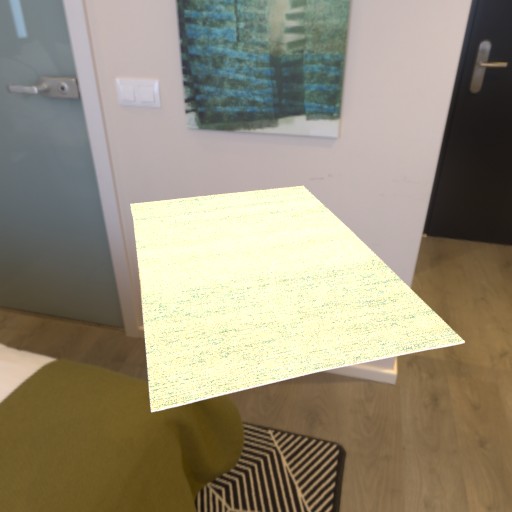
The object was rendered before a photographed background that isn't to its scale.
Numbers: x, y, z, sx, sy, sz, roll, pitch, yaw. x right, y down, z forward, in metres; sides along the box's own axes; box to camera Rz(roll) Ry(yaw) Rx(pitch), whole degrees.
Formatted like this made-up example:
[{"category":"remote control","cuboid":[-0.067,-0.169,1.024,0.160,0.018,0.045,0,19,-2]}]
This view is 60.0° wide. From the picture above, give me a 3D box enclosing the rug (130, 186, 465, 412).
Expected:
[{"category":"rug","cuboid":[0.000,0.000,3.039,1.593,0.029,2.305,-8,31,-14]}]
